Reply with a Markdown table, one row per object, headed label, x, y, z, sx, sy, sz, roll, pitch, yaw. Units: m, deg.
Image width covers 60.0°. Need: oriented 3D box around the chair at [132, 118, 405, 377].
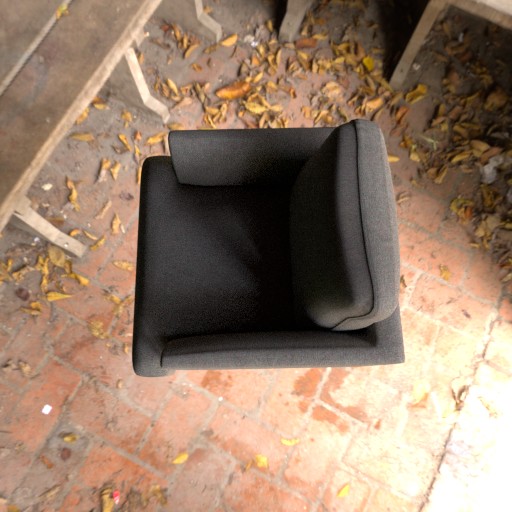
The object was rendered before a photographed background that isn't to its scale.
| label | x | y | z | sx | sy | sz | roll | pitch | yaw |
| --- | --- | --- | --- | --- | --- | --- | --- | --- | --- |
| chair | 0.000 | 0.000 | 1.654 | 0.899 | 0.957 | 0.858 | -1 | 75 | 0 |
